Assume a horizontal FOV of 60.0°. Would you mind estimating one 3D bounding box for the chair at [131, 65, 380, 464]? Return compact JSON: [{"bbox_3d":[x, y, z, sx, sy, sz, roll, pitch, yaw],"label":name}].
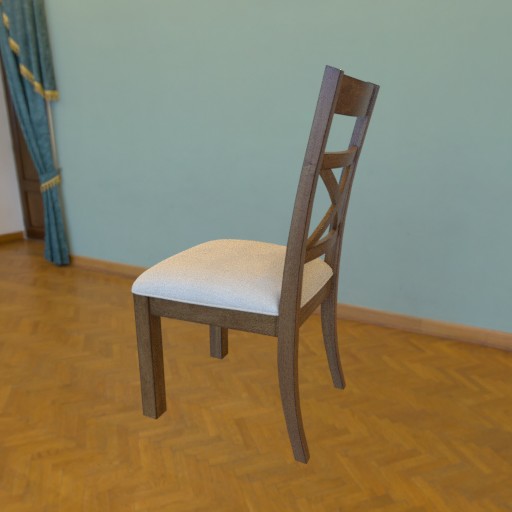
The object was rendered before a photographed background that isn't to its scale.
[{"bbox_3d":[0.000,0.000,1.277,0.581,0.949,0.461,8,18,24],"label":"chair"}]
